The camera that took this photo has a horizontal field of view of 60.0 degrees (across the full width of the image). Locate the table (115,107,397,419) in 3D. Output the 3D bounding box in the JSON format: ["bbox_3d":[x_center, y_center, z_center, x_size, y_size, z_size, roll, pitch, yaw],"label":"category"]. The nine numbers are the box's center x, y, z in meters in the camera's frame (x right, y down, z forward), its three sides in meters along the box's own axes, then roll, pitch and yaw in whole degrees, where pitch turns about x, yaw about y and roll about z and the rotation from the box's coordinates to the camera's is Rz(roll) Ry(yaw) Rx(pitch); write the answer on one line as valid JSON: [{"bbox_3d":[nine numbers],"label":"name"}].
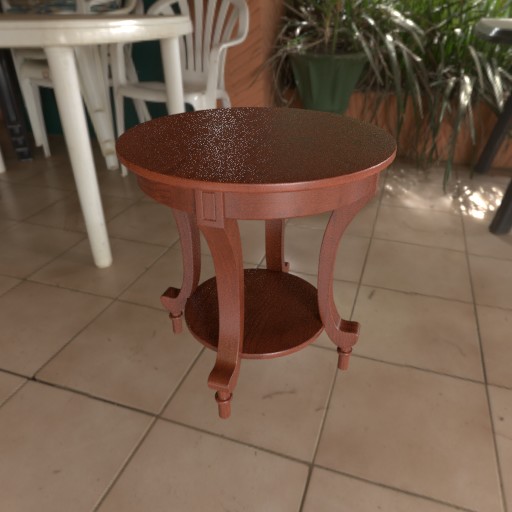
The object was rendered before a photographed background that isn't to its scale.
[{"bbox_3d":[0.000,0.000,1.124,0.597,0.612,0.597,0,30,0],"label":"table"}]
